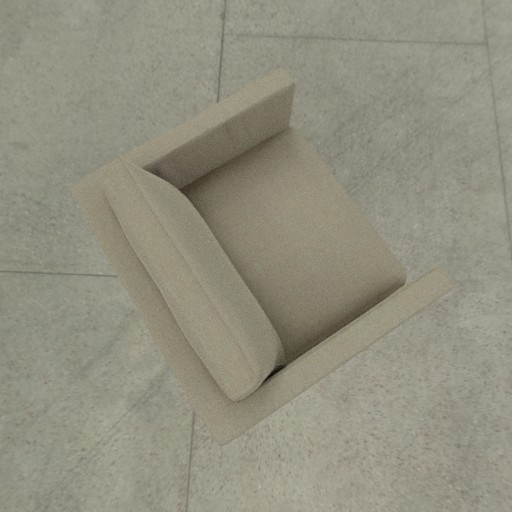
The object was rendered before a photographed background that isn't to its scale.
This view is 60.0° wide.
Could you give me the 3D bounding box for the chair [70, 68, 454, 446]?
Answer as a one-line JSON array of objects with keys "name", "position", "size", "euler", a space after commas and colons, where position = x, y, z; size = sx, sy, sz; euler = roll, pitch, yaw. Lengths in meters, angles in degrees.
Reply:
[{"name": "chair", "position": [0.000, 0.000, 1.765], "size": [0.949, 0.863, 1.057], "euler": [-32, 77, -8]}]
